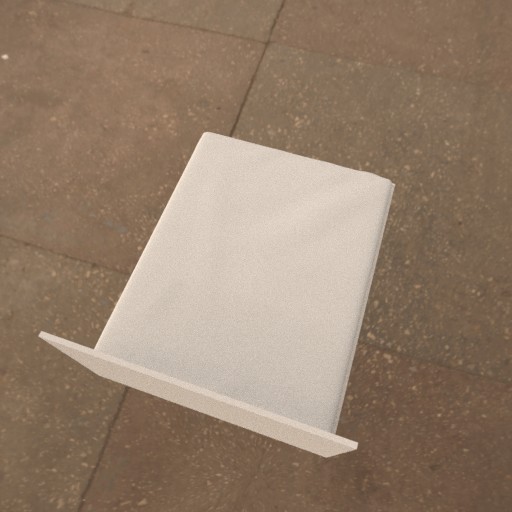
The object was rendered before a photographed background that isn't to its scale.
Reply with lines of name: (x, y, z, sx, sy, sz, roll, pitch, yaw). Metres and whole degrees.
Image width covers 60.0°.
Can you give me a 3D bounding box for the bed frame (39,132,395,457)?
bed frame: (0.000, 0.000, 3.104, 1.711, 1.001, 2.100, 17, 65, 8)
